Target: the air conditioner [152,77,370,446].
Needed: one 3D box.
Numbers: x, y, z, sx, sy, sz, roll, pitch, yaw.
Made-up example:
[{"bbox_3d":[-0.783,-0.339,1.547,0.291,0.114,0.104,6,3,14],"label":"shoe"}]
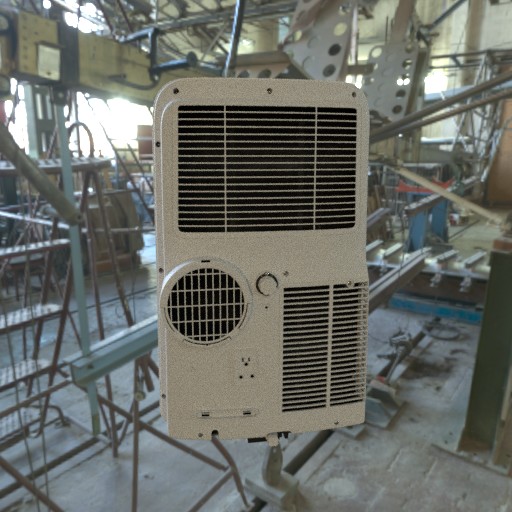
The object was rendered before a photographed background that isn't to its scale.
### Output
[{"bbox_3d":[0.000,0.000,1.083,0.478,0.765,0.467,-2,13,-8],"label":"air conditioner"}]
